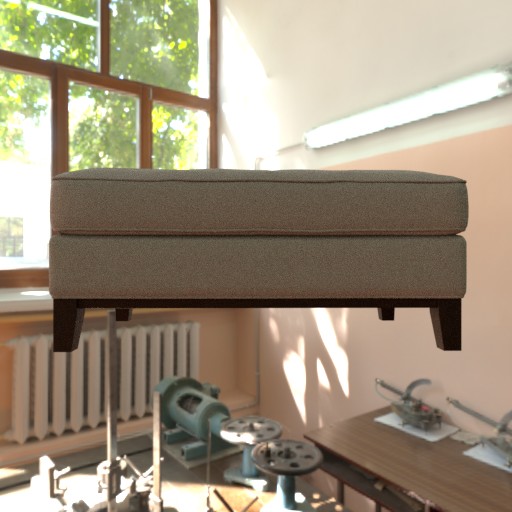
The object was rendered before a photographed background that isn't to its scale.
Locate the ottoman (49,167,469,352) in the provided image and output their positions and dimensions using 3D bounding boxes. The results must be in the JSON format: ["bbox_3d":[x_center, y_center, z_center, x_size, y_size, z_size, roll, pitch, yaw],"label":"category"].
[{"bbox_3d":[0.000,0.000,1.478,1.143,0.508,0.648,0,0,-1],"label":"ottoman"}]
